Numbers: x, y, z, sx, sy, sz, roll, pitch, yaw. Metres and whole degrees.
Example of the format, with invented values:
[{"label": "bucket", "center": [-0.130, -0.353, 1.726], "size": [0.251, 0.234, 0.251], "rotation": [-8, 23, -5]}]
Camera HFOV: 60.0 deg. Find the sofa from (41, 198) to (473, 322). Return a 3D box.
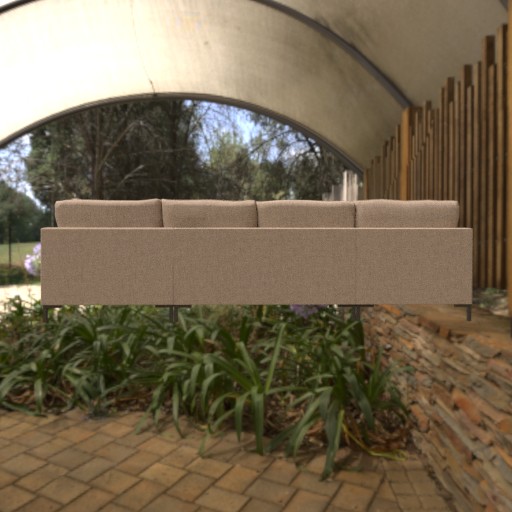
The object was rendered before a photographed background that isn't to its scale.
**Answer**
[{"label": "sofa", "center": [0.000, 0.000, 4.433], "size": [3.423, 0.996, 2.021], "rotation": [0, 1, -1]}]
